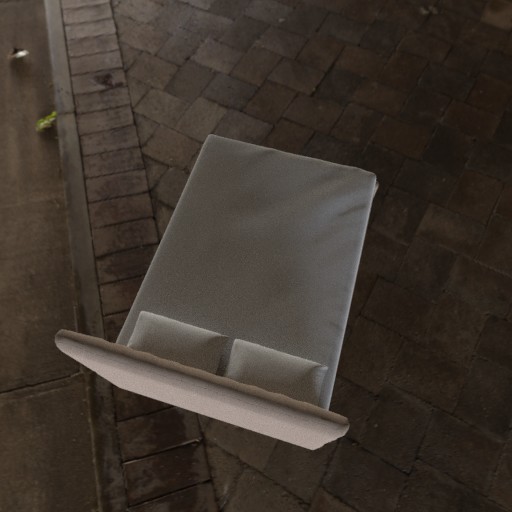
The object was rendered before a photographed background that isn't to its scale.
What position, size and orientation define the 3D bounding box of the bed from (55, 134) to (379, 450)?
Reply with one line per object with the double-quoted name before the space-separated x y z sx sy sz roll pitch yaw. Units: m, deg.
"bed" 0.000 0.000 3.490 1.698 1.427 2.387 15 65 7
